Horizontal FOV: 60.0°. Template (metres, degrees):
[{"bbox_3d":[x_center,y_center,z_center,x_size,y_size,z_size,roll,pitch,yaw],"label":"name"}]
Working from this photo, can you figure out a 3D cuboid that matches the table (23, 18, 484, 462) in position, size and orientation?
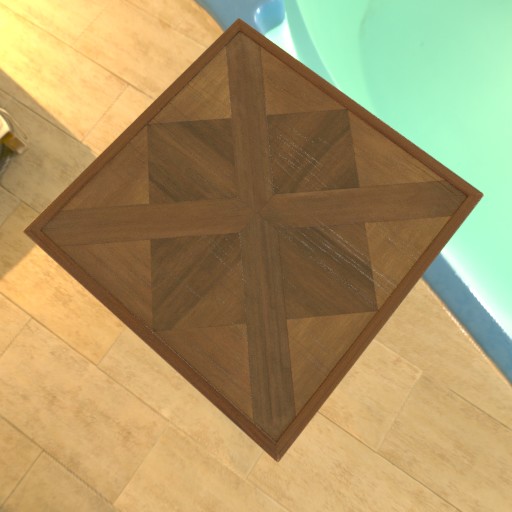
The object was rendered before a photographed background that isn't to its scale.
[{"bbox_3d":[0.000,0.000,0.950,0.503,0.563,0.503,39,79,9],"label":"table"}]
